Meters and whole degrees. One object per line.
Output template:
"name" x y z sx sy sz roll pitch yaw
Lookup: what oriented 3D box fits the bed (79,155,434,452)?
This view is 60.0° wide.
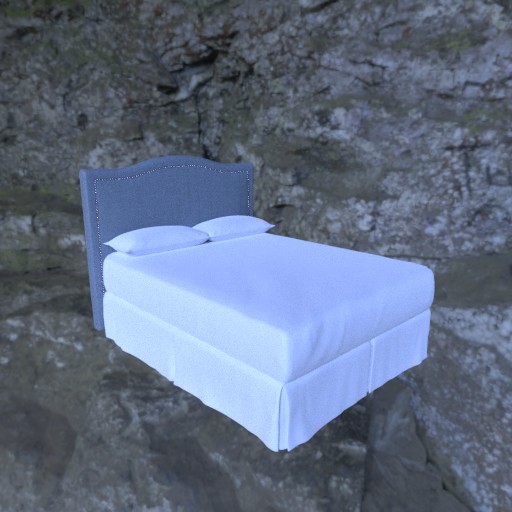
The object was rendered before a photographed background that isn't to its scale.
"bed" 0.000 0.000 3.380 1.753 1.460 2.143 -13 19 -42
